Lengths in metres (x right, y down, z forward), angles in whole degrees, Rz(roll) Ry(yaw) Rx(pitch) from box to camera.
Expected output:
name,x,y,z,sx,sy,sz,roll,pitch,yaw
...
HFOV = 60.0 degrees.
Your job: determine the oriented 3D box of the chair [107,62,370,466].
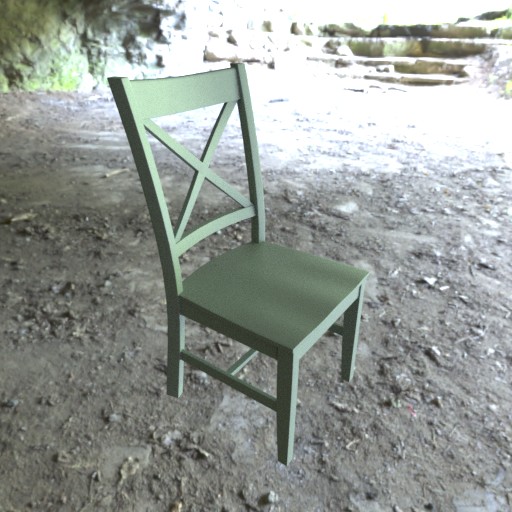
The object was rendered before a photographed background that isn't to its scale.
name,x,y,z,sx,sy,sz,roll,pitch,yaw
chair,0.000,0.000,1.293,0.542,0.983,0.485,19,33,31
